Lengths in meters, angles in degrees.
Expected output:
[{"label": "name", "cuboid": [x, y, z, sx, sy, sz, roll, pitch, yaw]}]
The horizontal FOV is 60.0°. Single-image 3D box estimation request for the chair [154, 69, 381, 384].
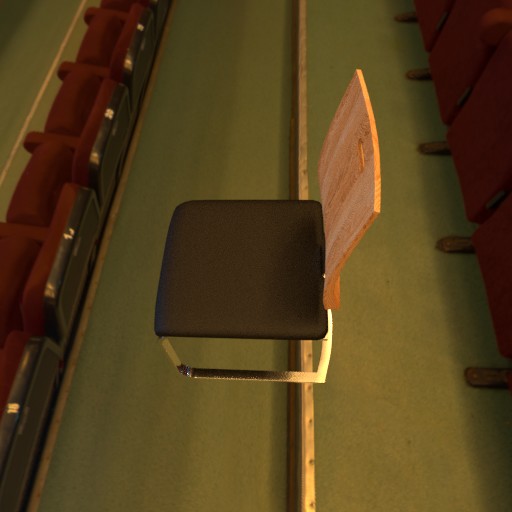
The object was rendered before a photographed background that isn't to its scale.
[{"label": "chair", "cuboid": [0.000, 0.000, 1.248, 0.560, 0.936, 0.462, 2, 59, 1]}]
